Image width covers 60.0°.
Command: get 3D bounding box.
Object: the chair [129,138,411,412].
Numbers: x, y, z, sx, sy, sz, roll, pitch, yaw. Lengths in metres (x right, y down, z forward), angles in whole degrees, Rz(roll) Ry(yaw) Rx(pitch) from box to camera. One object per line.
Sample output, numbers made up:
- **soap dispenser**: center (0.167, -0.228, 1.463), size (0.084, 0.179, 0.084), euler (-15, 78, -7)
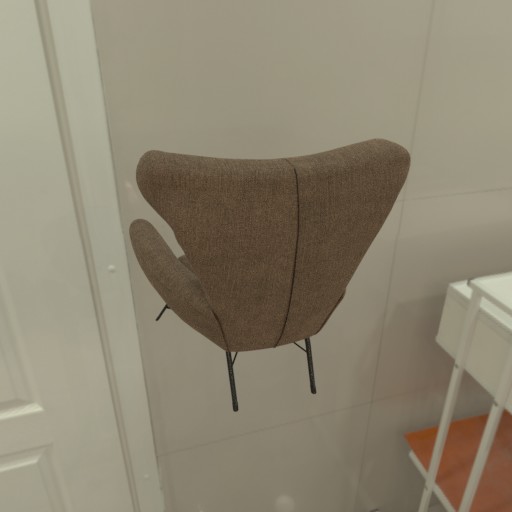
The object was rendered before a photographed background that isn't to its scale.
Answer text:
- **chair**: center (0.000, 0.000, 1.855), size (0.980, 1.040, 0.900), euler (-8, 27, -16)
